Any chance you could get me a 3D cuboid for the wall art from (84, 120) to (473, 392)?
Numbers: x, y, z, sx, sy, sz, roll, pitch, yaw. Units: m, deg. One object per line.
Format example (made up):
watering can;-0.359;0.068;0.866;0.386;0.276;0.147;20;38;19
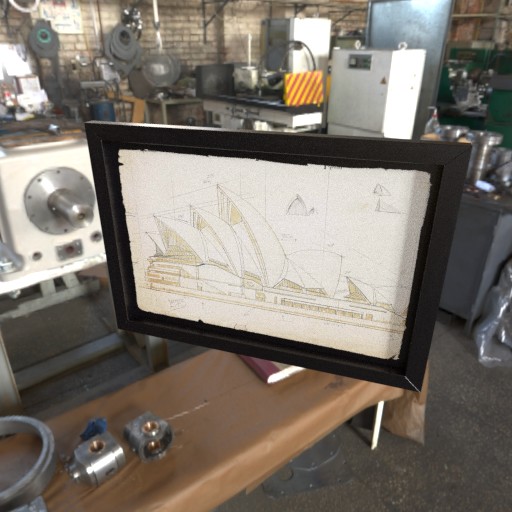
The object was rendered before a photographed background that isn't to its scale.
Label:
wall art;0.000;0.000;0.833;0.657;0.458;0.027;8;27;16
